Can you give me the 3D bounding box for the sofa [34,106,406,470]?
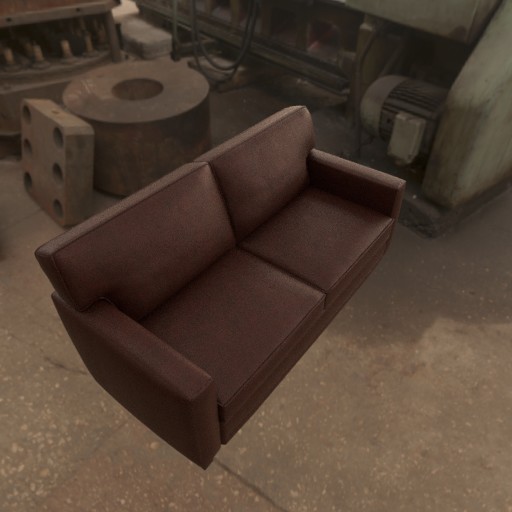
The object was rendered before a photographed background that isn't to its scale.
[{"bbox_3d":[0.000,0.000,2.352,0.912,0.928,1.876,27,48,27],"label":"sofa"}]
